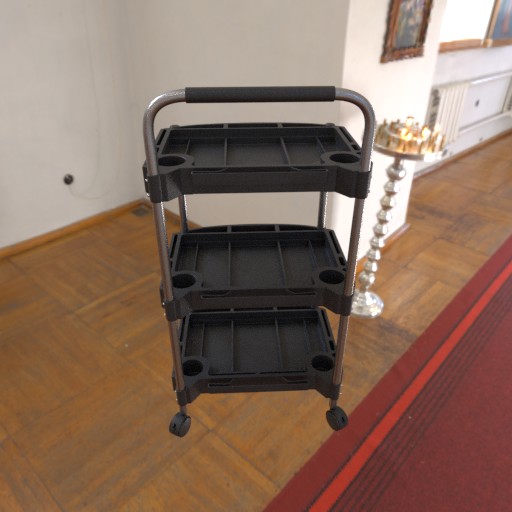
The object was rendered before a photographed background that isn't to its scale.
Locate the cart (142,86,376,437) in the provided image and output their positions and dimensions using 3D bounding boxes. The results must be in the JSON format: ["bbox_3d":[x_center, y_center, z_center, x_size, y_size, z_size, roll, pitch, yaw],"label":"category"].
[{"bbox_3d":[0.000,0.000,1.379,0.584,1.075,0.518,-1,32,-2],"label":"cart"}]
